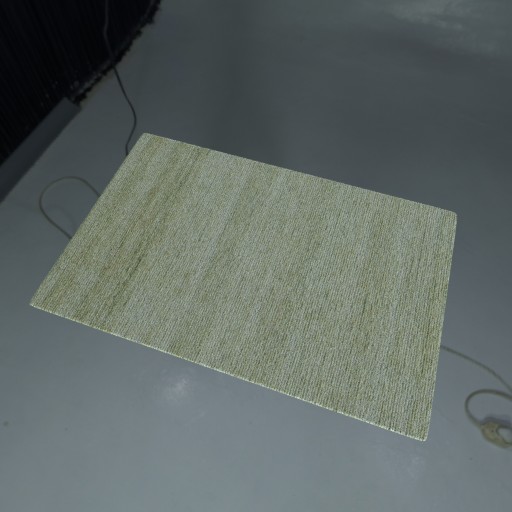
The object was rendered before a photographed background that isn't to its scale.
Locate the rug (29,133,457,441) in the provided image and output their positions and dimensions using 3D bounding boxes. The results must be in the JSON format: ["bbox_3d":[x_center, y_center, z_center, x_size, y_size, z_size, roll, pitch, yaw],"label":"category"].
[{"bbox_3d":[0.000,0.000,2.104,1.758,0.010,1.143,16,60,10],"label":"rug"}]
